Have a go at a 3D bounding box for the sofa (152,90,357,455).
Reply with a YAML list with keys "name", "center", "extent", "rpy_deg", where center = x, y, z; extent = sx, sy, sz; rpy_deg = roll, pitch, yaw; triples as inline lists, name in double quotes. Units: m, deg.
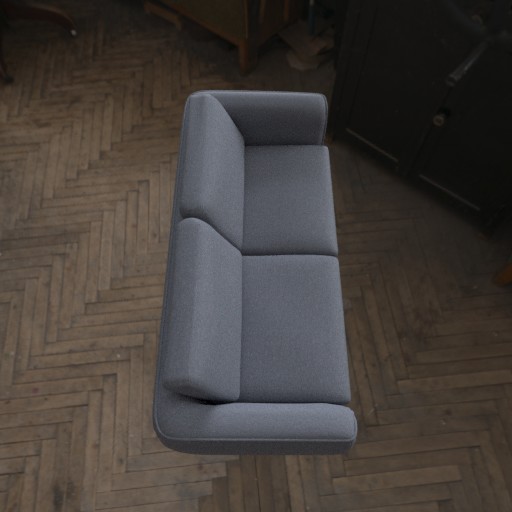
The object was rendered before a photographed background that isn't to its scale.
- name: "sofa"
  center: [0.000, 0.000, 2.482]
  extent: [0.920, 0.870, 2.000]
  rpy_deg: [0, 63, 0]
